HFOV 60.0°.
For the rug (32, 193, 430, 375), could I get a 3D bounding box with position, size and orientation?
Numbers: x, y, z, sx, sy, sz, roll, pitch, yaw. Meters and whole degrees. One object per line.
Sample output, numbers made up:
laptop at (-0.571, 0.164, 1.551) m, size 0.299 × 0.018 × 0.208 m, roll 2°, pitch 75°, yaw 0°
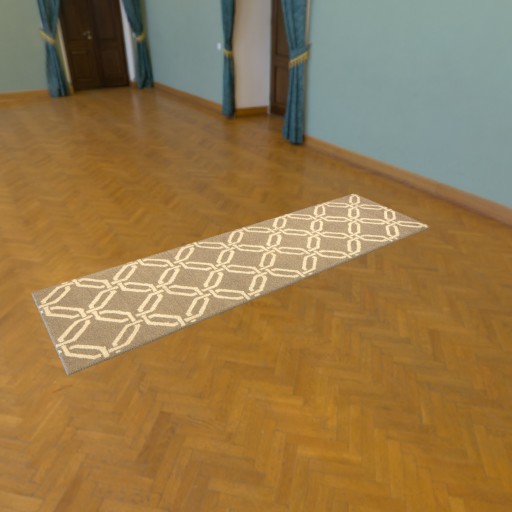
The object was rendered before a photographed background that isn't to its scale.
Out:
rug at (0.000, 0.000, 2.545) m, size 2.276 × 0.014 × 0.678 m, roll -19°, pitch 36°, yaw -29°
